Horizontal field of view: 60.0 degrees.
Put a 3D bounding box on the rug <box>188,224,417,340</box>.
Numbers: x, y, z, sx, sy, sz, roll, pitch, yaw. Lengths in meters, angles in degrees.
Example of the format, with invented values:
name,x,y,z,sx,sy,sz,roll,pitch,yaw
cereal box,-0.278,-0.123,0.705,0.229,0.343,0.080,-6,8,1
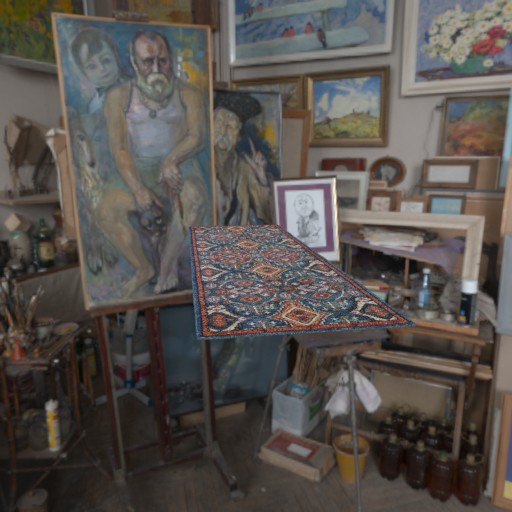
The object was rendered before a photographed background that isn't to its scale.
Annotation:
name,x,y,z,sx,sy,sz,roll,pitch,yaw
rug,0.000,0.000,2.727,0.801,0.010,2.459,-2,13,-9
